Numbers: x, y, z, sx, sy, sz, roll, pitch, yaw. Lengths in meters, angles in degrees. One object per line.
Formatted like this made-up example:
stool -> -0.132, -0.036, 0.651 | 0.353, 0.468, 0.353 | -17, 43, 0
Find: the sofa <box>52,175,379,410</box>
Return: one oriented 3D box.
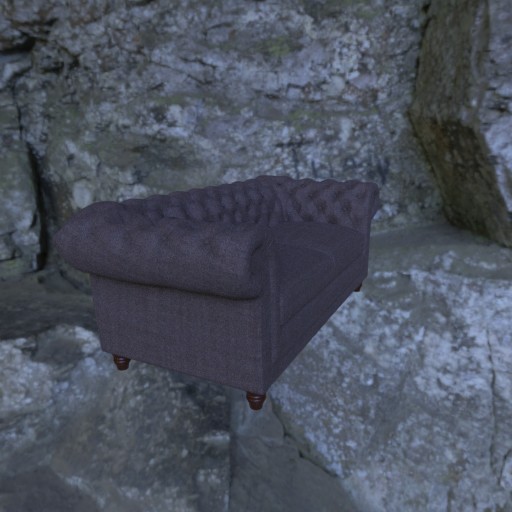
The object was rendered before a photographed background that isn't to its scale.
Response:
sofa -> 0.000, 0.000, 2.519 | 0.944, 0.780, 2.048 | 7, 16, 26
